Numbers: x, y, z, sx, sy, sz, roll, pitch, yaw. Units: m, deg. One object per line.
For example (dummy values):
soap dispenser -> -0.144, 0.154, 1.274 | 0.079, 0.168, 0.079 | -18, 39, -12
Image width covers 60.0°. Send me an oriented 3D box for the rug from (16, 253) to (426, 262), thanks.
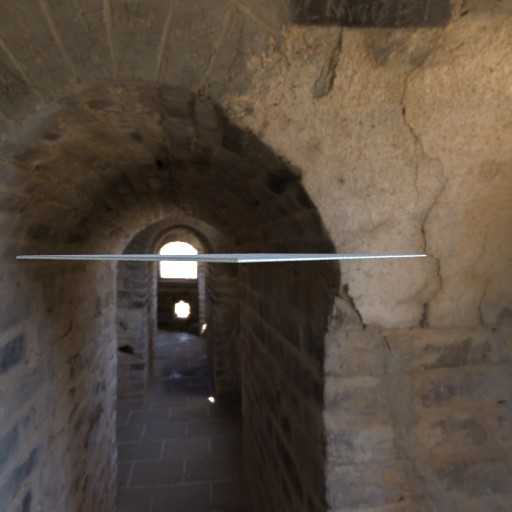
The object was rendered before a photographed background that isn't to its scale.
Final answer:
rug -> 0.000, 0.000, 3.426 | 1.819, 0.018, 2.746 | 0, 1, 36
